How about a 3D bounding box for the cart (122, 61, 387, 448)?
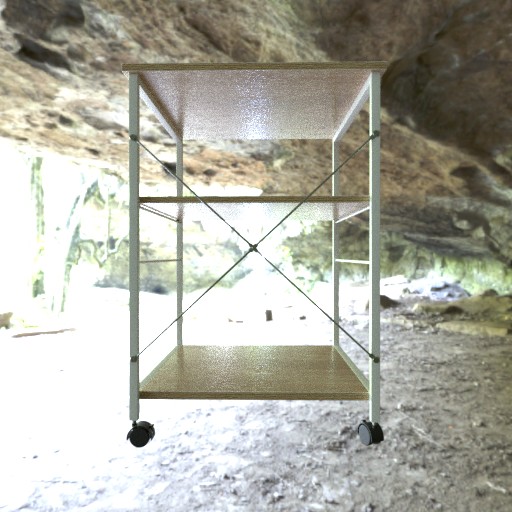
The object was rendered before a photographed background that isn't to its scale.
[{"bbox_3d":[0.000,0.000,1.131,0.521,0.762,0.520,0,0,1],"label":"cart"}]
